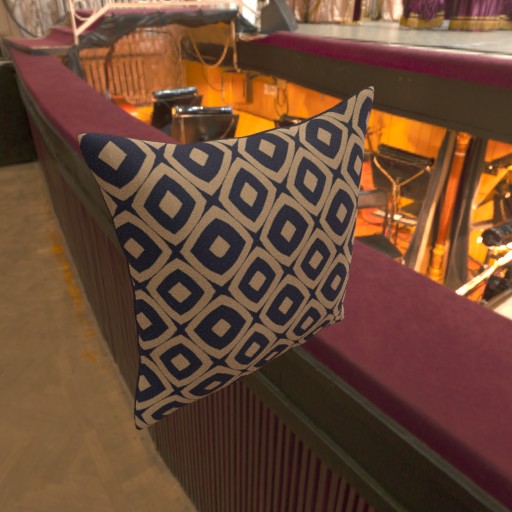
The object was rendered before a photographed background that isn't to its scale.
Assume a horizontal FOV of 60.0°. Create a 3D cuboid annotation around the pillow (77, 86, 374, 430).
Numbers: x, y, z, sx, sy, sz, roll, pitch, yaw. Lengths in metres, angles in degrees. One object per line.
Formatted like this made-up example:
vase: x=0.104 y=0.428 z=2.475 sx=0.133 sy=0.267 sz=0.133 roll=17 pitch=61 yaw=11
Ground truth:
pillow: x=0.000 y=0.000 z=0.749 sx=0.504 sy=0.494 sz=0.188 roll=-21 pitch=36 yaw=-32
